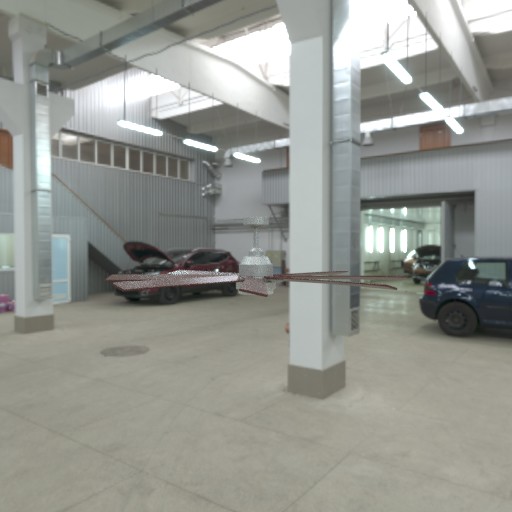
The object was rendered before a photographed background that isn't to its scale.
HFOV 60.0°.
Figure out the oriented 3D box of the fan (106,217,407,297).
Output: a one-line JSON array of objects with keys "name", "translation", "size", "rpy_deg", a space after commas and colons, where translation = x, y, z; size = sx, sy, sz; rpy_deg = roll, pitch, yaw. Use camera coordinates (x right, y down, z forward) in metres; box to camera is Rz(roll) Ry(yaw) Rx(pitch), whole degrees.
[{"name": "fan", "translation": [0.000, 0.000, 2.734], "size": [1.830, 0.472, 1.830], "rpy_deg": [0, 1, 1]}]
